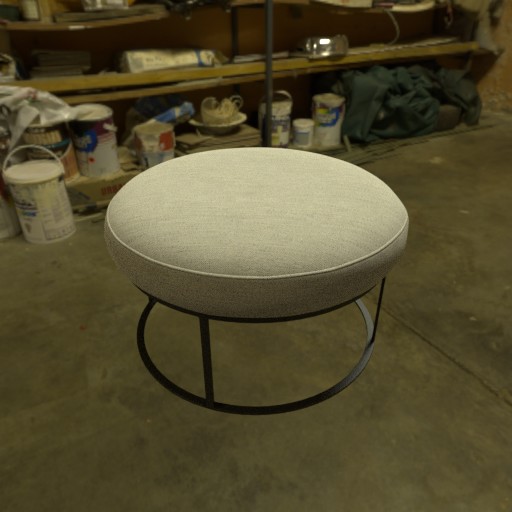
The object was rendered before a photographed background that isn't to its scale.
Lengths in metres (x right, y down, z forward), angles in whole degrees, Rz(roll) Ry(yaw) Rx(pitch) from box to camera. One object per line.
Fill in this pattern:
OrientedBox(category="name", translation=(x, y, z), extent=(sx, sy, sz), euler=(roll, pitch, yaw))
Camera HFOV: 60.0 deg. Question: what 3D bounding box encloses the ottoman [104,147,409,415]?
OrientedBox(category="ottoman", translation=(0.000, 0.000, 1.237), extent=(0.769, 0.459, 0.769), euler=(0, 31, 0))
